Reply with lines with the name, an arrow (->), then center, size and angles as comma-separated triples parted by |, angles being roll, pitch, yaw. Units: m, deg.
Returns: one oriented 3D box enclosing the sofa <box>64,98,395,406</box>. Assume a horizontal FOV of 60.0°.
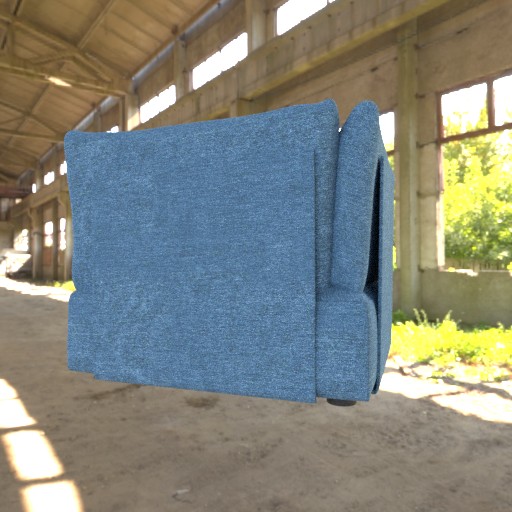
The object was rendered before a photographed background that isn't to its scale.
sofa -> 0.000, 0.000, 1.724 | 1.000, 0.820, 1.000 | 0, 0, 20
